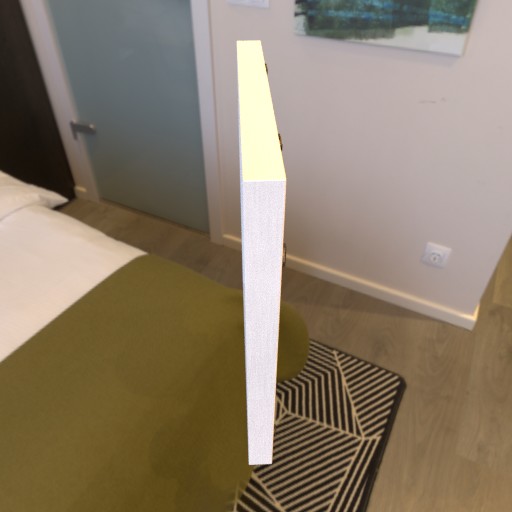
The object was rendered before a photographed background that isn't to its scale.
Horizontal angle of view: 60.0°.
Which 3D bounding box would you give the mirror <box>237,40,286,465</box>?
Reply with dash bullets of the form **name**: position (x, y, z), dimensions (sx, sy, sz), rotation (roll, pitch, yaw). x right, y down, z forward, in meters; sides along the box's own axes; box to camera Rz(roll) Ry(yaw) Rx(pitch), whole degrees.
- **mirror**: position (0.000, 0.000, 0.680), dimensions (0.041, 0.509, 0.406), rotation (-2, 41, -2)
